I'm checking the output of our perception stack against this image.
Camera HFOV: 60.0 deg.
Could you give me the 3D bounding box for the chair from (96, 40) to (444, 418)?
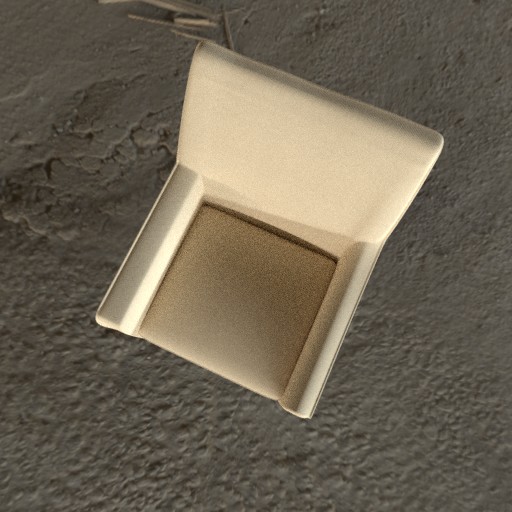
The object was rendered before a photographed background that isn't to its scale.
[{"bbox_3d":[0.000,0.000,1.603,0.780,0.919,0.899,24,78,6],"label":"chair"}]
